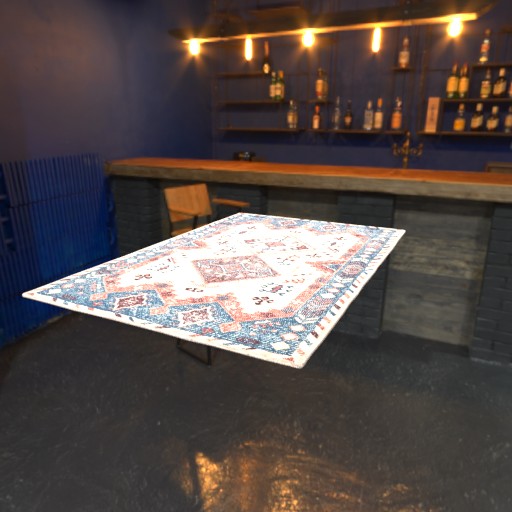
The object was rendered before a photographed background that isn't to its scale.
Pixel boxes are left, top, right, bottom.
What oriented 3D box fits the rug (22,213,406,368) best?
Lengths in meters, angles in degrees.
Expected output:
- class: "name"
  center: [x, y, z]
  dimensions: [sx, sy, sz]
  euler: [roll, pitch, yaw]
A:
- class: "rug"
  center: [0.000, 0.000, 2.319]
  dimensions: [1.225, 0.015, 1.840]
  euler: [9, 19, 26]
